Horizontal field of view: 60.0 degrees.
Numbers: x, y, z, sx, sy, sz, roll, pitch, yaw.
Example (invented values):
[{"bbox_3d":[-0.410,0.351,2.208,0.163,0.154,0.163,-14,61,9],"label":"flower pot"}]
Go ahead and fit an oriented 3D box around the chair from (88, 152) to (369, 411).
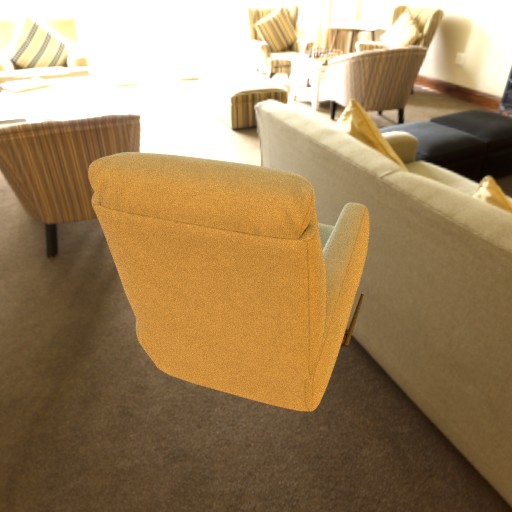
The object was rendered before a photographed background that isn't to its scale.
[{"bbox_3d":[0.000,0.000,1.669,0.812,1.015,0.941,11,35,16],"label":"chair"}]
